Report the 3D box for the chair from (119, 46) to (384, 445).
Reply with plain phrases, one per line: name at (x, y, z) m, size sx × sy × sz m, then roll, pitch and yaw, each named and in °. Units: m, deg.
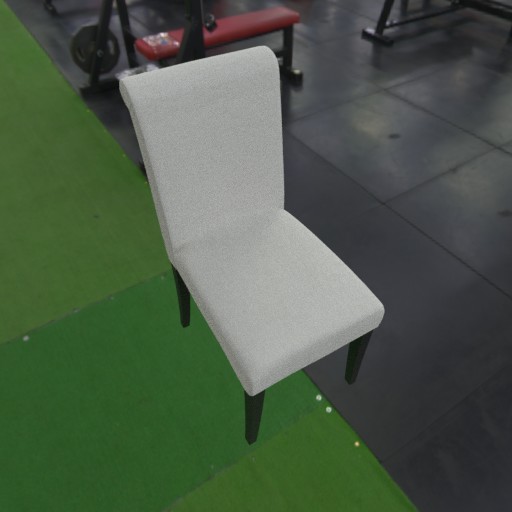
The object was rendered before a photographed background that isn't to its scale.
chair at (0.000, 0.000, 1.376) m, size 0.452 × 0.976 × 0.708 m, roll -23°, pitch 50°, yaw -21°
